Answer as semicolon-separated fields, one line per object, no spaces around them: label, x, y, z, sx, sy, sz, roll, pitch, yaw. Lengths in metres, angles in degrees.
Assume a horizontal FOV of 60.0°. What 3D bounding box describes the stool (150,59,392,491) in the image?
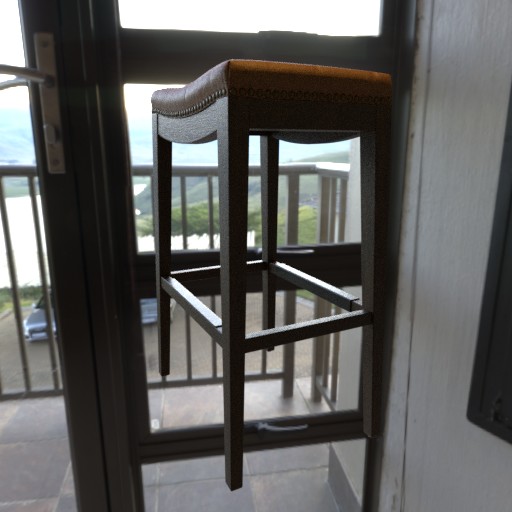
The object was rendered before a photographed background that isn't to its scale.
stool;0.000;0.000;1.025;0.361;0.759;0.500;-7;16;-26
